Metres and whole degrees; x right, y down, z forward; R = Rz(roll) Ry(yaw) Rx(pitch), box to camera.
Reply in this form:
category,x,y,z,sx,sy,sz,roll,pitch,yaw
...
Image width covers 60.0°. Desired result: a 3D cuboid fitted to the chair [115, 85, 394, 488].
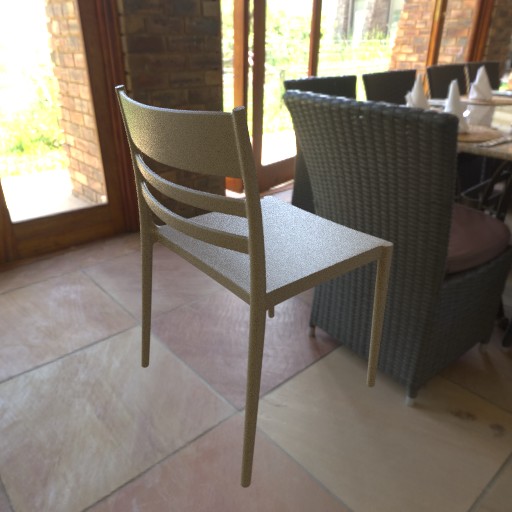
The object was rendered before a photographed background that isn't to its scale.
category,x,y,z,sx,sy,sz,roll,pitch,yaw
chair,0.000,0.000,1.121,0.511,0.800,0.531,-19,32,-34
